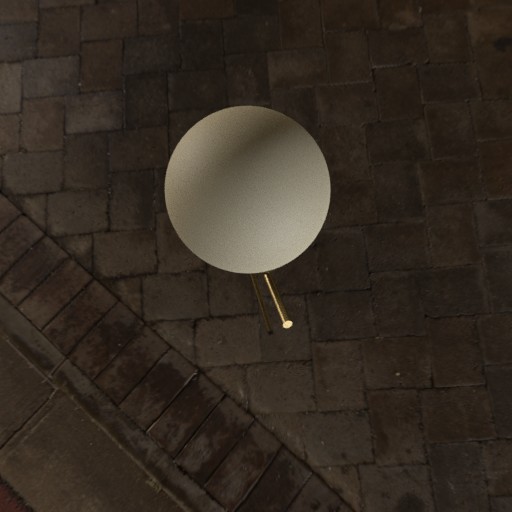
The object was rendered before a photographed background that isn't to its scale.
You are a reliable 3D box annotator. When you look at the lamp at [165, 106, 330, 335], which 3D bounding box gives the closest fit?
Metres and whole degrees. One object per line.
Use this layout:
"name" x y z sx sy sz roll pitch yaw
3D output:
"lamp" 0.000 0.000 0.677 0.210 0.552 0.251 -17 77 -4
